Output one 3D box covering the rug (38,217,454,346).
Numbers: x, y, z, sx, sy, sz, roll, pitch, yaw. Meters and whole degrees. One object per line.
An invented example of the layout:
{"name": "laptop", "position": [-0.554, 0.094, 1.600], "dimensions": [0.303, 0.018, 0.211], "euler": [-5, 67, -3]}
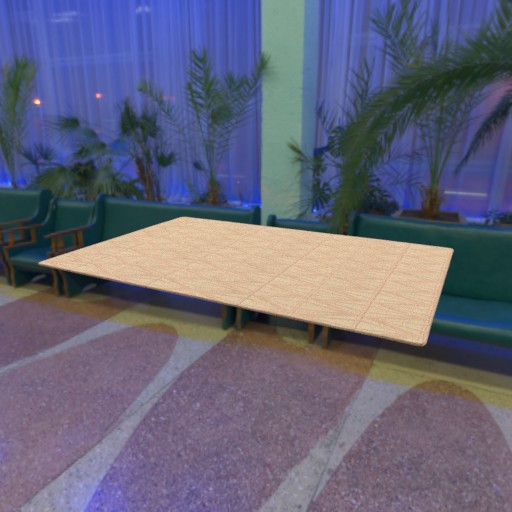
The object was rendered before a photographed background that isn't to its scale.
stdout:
{"name": "rug", "position": [0.000, 0.000, 3.031], "dimensions": [2.390, 0.015, 1.609], "euler": [9, 19, 26]}
